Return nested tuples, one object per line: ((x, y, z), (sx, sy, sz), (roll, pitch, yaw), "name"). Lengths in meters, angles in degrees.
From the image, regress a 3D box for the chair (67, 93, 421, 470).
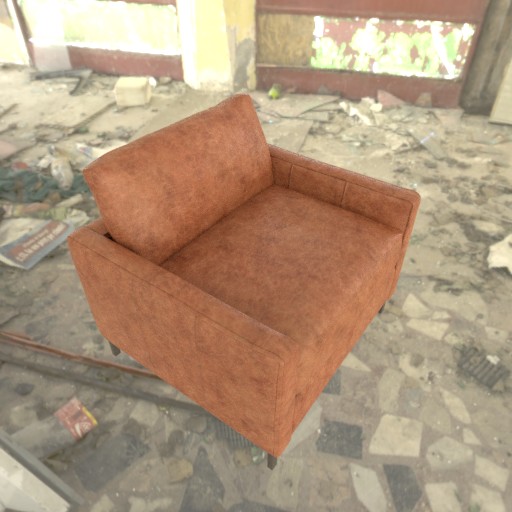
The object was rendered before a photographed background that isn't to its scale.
((0.000, 0.000, 1.641), (0.862, 0.869, 0.967), (25, 46, 27), "chair")
